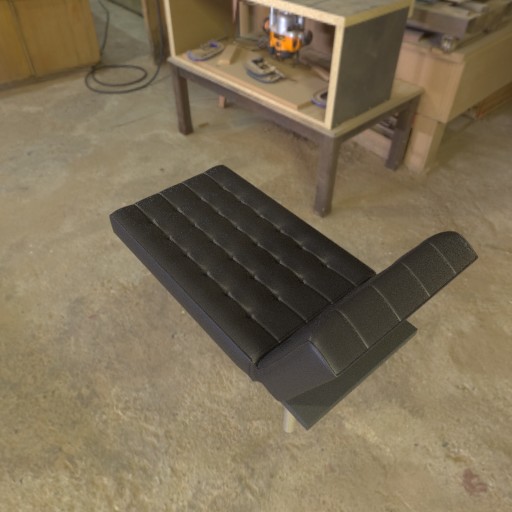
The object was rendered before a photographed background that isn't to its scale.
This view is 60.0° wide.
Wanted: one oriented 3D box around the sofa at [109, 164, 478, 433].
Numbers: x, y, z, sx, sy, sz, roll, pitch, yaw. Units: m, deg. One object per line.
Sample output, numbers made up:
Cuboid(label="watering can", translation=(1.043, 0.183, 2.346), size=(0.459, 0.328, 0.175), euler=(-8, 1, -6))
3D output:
Cuboid(label="sofa", translation=(0.000, 0.000, 2.056), size=(0.760, 0.820, 1.560), euler=(-31, 52, -27))
